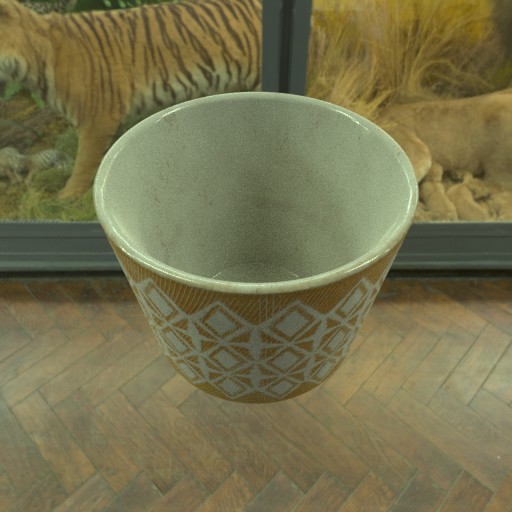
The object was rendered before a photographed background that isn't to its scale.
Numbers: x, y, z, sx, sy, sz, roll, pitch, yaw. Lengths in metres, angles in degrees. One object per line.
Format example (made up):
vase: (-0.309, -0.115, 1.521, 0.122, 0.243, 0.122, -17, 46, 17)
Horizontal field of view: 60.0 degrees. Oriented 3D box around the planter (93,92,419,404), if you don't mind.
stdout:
planter: (0.000, 0.000, 0.215, 0.126, 0.104, 0.126, 0, 47, 0)
